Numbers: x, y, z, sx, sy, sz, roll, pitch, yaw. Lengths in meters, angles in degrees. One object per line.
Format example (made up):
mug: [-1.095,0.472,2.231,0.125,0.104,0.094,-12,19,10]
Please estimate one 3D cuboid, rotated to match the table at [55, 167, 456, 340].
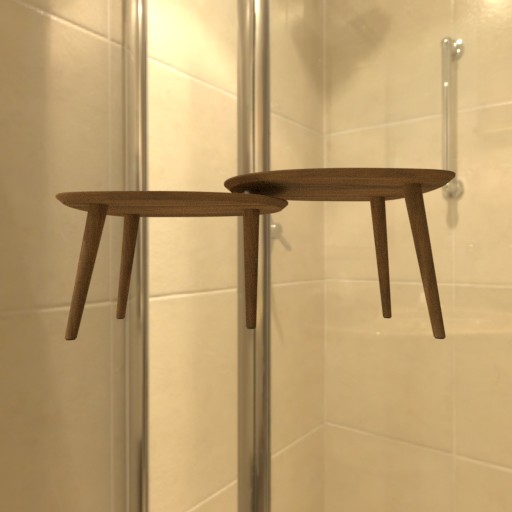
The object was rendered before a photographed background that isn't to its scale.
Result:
table: [0.000,0.000,1.328,1.084,0.429,0.527,0,0,-1]
